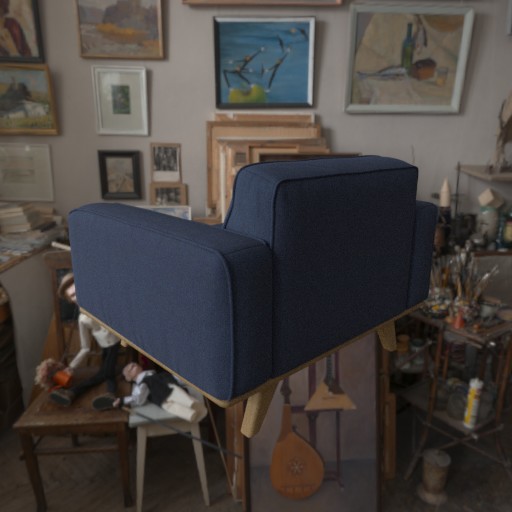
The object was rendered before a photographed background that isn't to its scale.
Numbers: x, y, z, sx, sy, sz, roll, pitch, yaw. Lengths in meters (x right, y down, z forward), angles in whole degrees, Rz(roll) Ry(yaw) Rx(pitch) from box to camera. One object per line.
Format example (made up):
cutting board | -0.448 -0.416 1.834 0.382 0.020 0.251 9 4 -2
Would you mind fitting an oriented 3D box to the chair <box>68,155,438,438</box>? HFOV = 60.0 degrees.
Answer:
chair | 0.000 0.000 1.744 1.118 0.783 0.953 -14 21 -41
